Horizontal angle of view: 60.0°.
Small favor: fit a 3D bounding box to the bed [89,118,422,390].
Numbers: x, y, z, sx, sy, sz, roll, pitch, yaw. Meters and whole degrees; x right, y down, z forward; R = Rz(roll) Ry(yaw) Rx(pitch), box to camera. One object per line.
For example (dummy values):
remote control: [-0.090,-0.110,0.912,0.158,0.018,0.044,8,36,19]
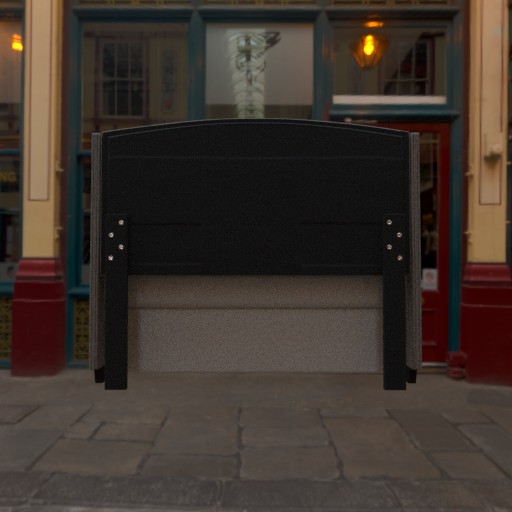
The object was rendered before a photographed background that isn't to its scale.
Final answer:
bed: [0.000,0.000,3.380,1.710,1.407,2.237,0,-1,0]
